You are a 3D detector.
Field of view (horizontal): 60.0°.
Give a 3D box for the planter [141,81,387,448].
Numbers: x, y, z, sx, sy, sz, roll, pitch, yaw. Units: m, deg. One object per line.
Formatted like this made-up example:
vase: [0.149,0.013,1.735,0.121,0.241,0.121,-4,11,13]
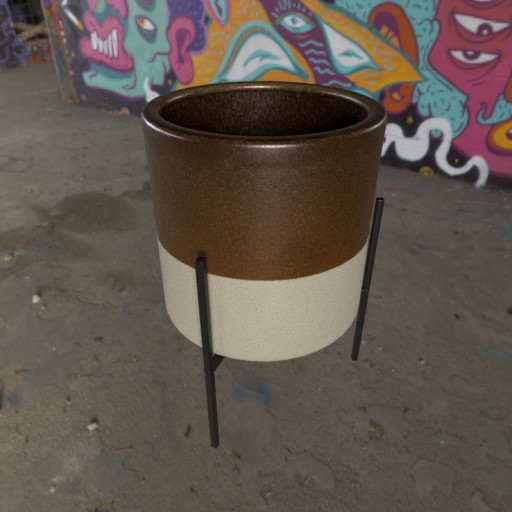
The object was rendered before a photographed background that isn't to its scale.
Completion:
planter: [0.000,0.000,0.557,0.255,0.375,0.269,-22,38,-31]
